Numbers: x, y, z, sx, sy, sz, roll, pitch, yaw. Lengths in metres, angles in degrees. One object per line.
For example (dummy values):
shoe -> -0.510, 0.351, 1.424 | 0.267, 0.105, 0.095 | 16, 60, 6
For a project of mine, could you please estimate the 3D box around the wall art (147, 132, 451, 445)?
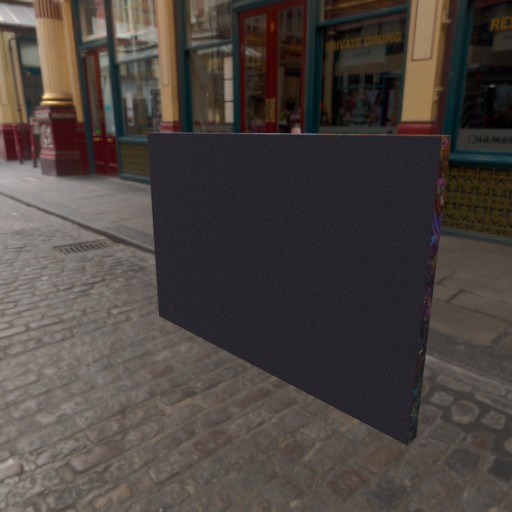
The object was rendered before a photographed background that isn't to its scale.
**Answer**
wall art -> 0.000, 0.000, 1.134 | 0.037, 0.604, 0.908 | -15, 22, -42
